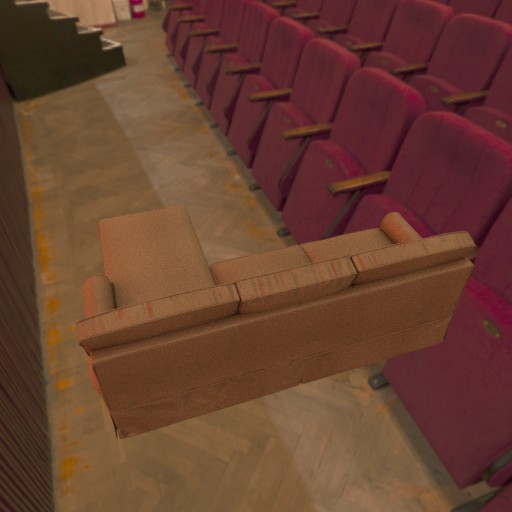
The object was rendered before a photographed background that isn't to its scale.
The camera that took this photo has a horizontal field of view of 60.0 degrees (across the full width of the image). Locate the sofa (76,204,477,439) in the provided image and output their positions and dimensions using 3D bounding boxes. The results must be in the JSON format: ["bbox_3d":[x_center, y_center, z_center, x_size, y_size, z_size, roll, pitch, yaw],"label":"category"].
[{"bbox_3d":[0.000,0.000,3.341,2.475,0.978,1.733,-12,42,-14],"label":"sofa"}]
